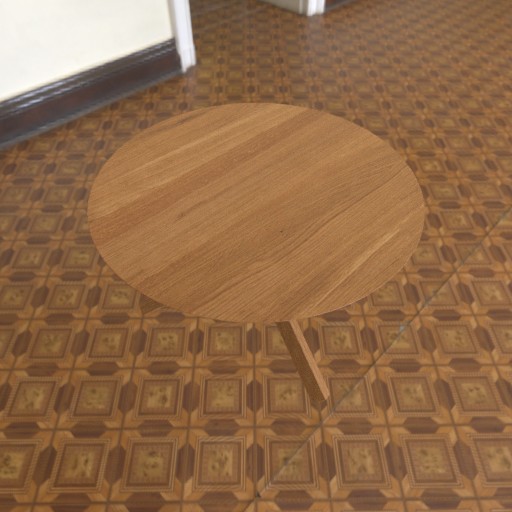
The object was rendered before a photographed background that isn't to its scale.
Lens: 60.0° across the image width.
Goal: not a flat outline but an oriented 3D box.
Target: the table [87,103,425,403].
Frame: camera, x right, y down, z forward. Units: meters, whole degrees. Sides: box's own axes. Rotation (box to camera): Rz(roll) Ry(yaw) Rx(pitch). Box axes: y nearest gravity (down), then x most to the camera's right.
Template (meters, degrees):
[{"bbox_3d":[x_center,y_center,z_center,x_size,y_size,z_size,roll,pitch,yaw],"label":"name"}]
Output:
[{"bbox_3d":[0.000,0.000,1.651,1.038,0.666,1.038,0,48,0],"label":"table"}]
